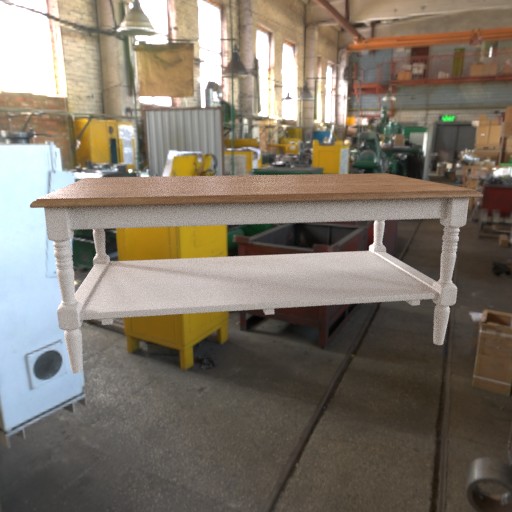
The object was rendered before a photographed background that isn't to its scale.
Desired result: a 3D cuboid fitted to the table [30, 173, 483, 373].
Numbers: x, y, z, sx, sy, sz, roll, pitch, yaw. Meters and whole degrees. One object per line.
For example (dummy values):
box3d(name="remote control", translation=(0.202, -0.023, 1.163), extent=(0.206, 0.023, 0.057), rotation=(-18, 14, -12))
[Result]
box3d(name="table", translation=(0.000, 0.000, 1.402), extent=(1.118, 0.458, 0.559), rotation=(-2, 15, -9))
